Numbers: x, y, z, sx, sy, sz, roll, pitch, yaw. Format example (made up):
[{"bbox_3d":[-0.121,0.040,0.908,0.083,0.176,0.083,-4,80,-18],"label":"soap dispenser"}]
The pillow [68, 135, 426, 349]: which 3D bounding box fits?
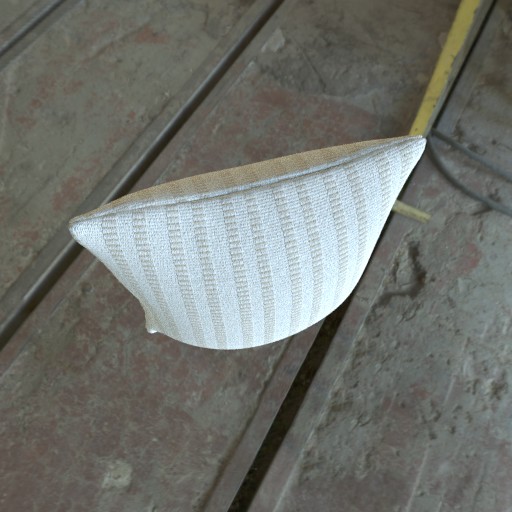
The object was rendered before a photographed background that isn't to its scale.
[{"bbox_3d":[0.000,0.000,0.697,0.438,0.419,0.247,-15,65,-7],"label":"pillow"}]
